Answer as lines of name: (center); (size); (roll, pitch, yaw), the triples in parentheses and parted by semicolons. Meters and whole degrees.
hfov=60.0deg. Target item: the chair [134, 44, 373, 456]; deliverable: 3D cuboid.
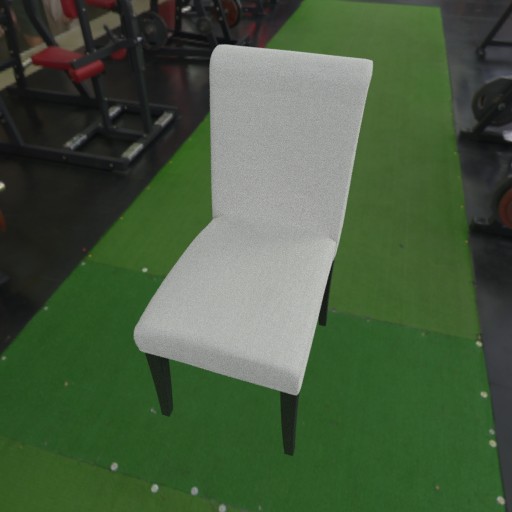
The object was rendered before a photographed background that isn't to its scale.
chair: (0.000, 0.000, 1.322); (0.452, 0.976, 0.708); (12, 43, 13)
